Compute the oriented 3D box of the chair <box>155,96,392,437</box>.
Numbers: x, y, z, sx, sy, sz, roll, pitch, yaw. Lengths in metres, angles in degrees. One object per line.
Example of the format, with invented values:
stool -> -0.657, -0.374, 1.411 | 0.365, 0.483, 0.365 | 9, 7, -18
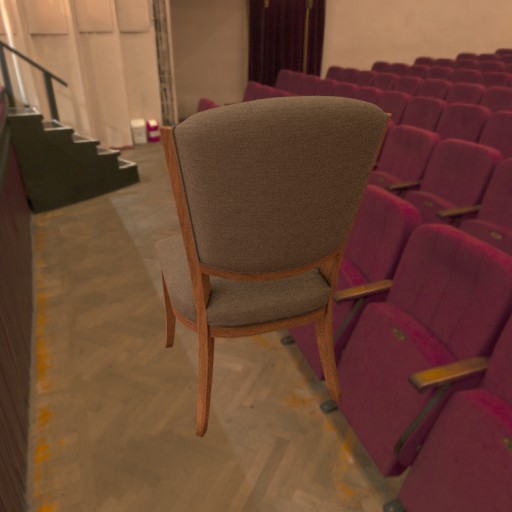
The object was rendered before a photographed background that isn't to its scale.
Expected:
chair -> 0.000, 0.000, 1.241 | 0.513, 0.905, 0.584 | -8, 28, -16
